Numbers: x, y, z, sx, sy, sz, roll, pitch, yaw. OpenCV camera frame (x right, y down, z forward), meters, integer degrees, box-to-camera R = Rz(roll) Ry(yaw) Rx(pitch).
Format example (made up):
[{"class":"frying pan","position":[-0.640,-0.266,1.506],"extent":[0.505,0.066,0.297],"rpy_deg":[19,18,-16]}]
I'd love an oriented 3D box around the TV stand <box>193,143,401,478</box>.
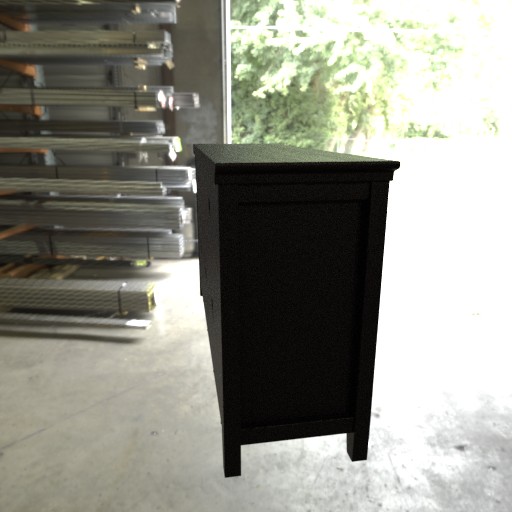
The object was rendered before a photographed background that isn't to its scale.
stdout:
[{"class":"TV stand","position":[0.000,0.000,1.450],"extent":[0.347,0.681,1.198],"rpy_deg":[-3,16,-9]}]
